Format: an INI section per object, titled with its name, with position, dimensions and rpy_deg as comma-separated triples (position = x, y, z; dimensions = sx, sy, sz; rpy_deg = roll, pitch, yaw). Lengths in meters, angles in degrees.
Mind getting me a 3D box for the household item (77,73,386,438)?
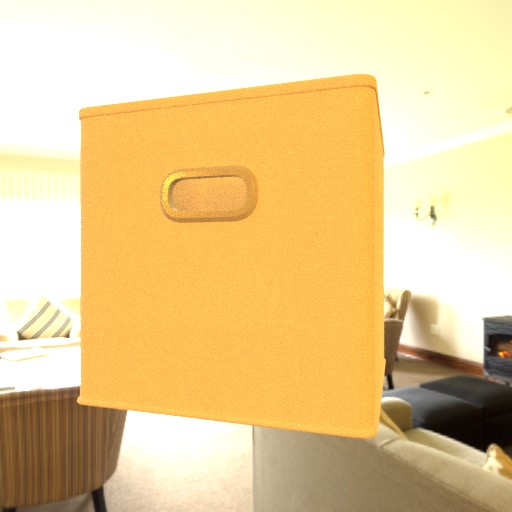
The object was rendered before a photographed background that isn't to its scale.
[household item]
position = 0.000, 0.000, 0.554
dimensions = 0.305, 0.305, 0.305
rpy_deg = 0, 0, 18
